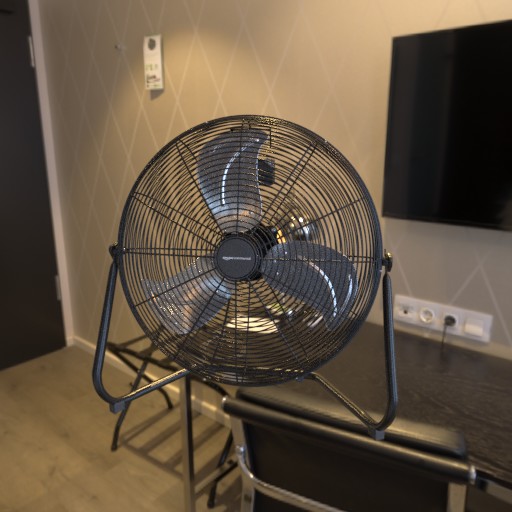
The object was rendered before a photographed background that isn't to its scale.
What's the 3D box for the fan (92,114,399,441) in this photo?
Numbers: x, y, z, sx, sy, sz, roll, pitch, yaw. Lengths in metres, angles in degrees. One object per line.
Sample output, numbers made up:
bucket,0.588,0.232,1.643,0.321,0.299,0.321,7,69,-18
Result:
fan,0.000,0.000,1.014,0.595,0.605,0.470,2,14,9
